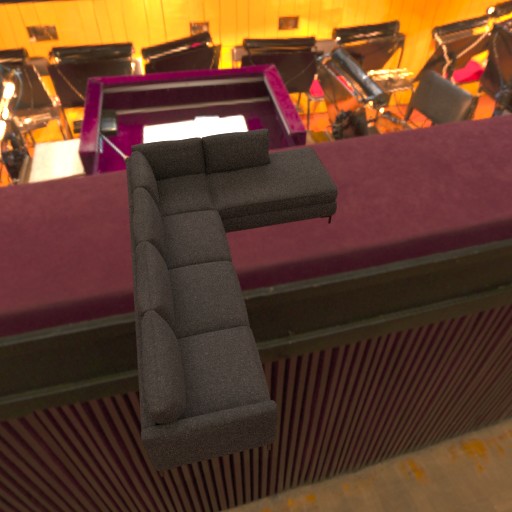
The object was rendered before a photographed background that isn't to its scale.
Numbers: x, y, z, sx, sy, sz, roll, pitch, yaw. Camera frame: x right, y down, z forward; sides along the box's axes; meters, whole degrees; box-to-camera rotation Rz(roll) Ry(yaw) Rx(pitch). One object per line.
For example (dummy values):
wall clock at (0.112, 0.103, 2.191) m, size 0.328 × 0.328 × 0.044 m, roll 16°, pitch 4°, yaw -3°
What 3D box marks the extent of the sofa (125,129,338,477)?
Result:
sofa at (0.000, 0.000, 3.748) m, size 2.007 × 0.815 × 2.949 m, roll -10°, pitch 47°, yaw -9°
